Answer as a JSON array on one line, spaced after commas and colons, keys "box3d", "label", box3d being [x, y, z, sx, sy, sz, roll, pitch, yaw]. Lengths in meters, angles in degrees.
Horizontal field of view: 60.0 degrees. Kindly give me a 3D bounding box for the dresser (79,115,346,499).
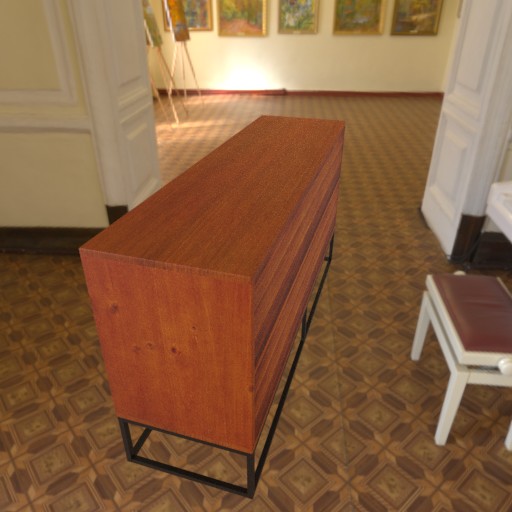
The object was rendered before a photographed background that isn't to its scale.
[{"box3d": [0.000, 0.000, 1.855, 0.464, 0.810, 1.536, 9, 31, 15], "label": "dresser"}]
